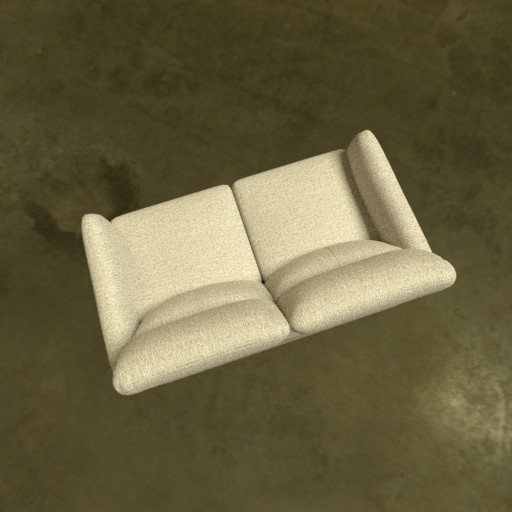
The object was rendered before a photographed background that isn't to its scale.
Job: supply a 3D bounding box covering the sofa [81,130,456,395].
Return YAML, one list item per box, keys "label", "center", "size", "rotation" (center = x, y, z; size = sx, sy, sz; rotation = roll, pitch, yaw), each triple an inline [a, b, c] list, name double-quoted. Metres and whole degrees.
- label: "sofa"
  center: [0.000, 0.000, 2.156]
  size: [1.540, 0.950, 0.905]
  rotation: [-18, 76, -4]
